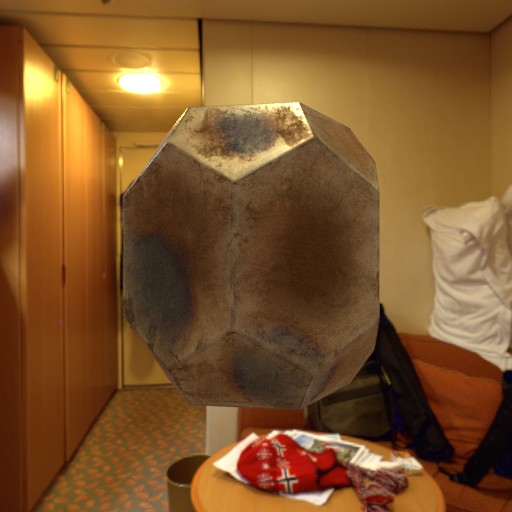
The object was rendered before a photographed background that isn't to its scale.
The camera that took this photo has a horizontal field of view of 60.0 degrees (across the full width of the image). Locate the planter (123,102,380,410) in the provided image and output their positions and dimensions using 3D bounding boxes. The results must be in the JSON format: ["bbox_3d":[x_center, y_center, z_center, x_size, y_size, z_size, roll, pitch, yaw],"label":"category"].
[{"bbox_3d":[0.000,0.000,0.421,0.243,0.238,0.221,0,0,37],"label":"planter"}]
